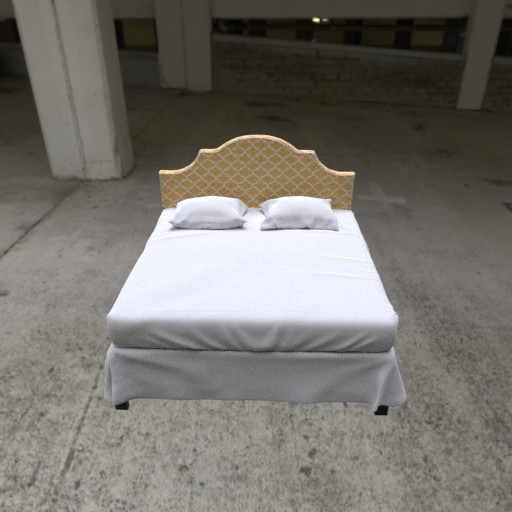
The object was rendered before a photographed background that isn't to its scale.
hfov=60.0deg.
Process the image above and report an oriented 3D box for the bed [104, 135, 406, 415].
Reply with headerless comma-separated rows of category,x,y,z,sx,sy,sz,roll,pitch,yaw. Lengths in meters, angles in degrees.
bed,0.000,0.000,3.823,2.314,1.601,2.222,1,29,1
